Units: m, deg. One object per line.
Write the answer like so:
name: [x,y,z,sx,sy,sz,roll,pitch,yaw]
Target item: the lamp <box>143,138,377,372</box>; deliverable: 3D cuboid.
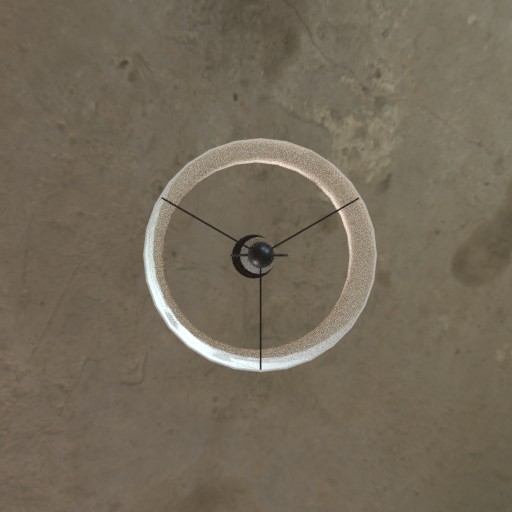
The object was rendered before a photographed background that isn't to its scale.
lamp: [0.000,0.000,0.855,0.349,0.667,0.349,0,90,-1]
